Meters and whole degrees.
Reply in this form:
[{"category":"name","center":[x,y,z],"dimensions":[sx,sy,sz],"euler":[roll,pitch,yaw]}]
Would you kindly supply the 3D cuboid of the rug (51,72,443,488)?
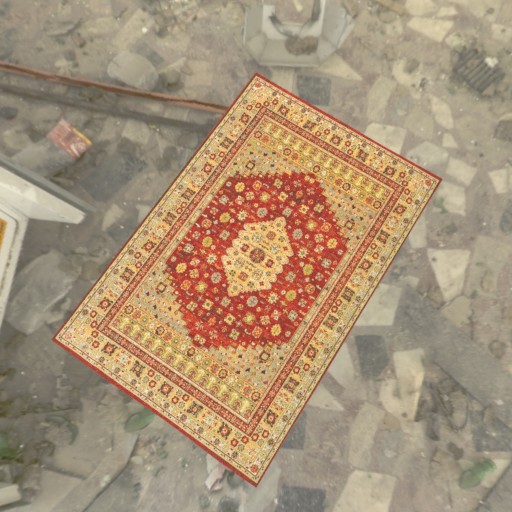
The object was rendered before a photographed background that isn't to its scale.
[{"category":"rug","center":[0.000,0.000,2.259],"dimensions":[1.194,0.013,1.802],"euler":[33,78,8]}]
